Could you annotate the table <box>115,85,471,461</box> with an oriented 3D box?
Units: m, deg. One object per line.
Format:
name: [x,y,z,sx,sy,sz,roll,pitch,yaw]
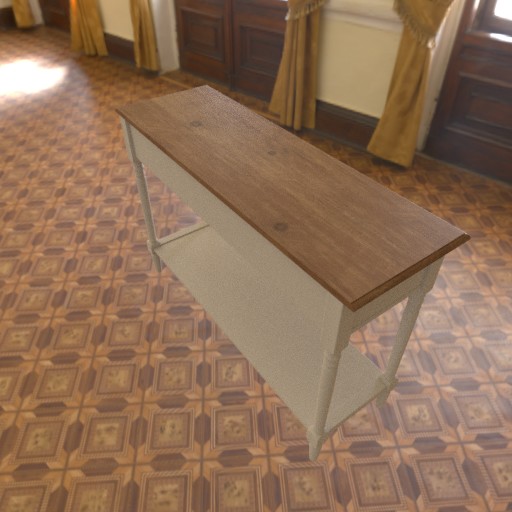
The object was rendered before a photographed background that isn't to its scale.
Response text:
table: [0.000,0.000,1.610,0.399,0.800,1.219,-26,47,-26]
